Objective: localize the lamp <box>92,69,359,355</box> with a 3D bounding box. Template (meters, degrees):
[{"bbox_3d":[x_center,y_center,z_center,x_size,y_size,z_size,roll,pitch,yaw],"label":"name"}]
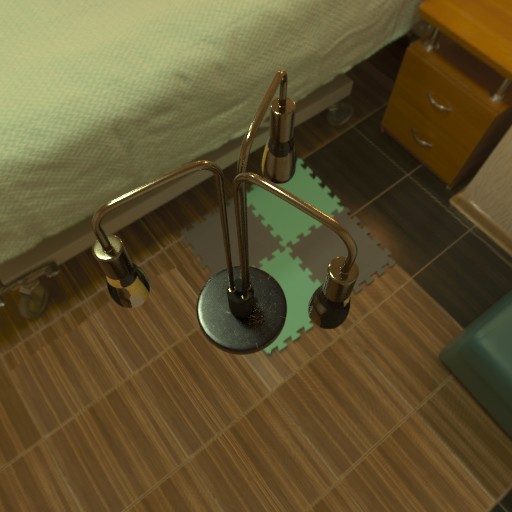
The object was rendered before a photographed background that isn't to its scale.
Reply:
[{"bbox_3d":[0.000,0.000,0.778,0.355,0.560,0.368,21,66,10],"label":"lamp"}]
